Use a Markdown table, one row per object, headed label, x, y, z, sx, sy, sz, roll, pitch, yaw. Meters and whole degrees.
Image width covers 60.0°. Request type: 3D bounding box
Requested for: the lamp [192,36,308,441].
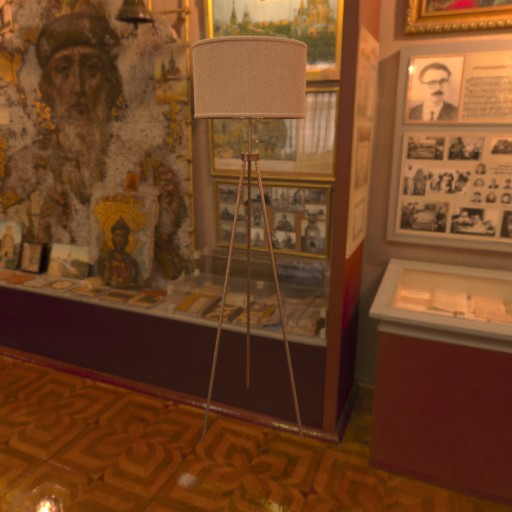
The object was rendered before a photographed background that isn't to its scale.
| label | x | y | z | sx | sy | sz | roll | pitch | yaw |
| --- | --- | --- | --- | --- | --- | --- | --- | --- | --- |
| lamp | 0.000 | 0.000 | 1.783 | 0.460 | 1.545 | 0.449 | 8 | 18 | 24 |
